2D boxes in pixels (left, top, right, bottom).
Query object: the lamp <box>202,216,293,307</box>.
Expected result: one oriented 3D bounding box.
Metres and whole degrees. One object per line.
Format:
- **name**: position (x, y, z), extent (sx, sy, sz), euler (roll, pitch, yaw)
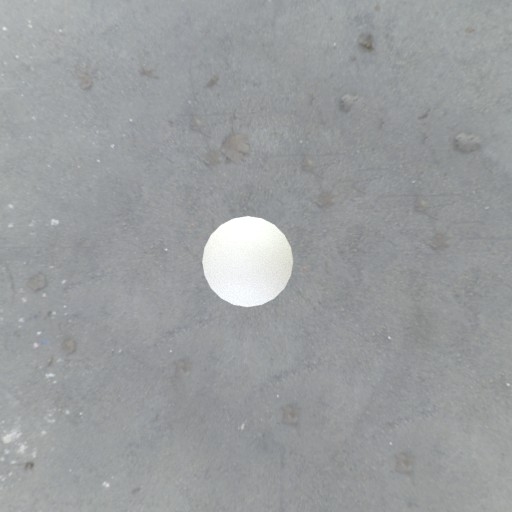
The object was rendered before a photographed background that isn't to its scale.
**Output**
- **lamp**: position (0.000, 0.000, 1.863), extent (0.224, 1.753, 0.224), euler (0, 91, 2)
